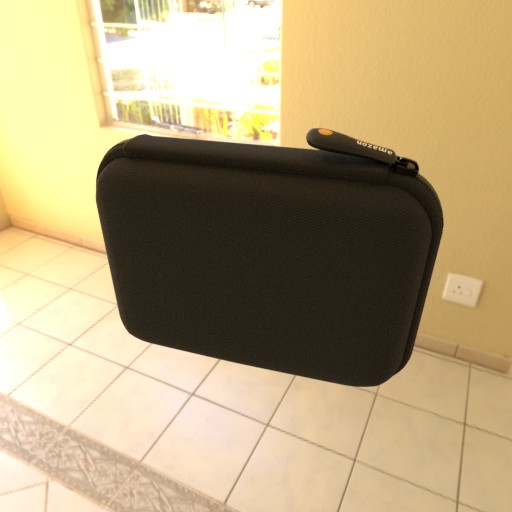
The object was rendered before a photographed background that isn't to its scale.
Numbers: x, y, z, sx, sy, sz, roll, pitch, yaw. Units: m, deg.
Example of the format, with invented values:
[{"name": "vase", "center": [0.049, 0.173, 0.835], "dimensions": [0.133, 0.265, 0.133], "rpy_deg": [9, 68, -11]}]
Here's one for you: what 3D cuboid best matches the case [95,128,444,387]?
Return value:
[{"name": "case", "center": [0.000, 0.000, 0.178], "dimensions": [0.132, 0.105, 0.038], "rpy_deg": [9, 33, 14]}]
